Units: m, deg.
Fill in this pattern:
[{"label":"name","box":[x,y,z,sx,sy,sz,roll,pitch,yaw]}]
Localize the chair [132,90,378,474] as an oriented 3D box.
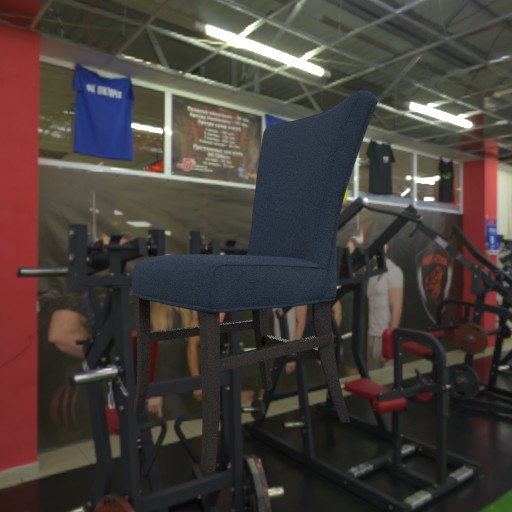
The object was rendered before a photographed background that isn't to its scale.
[{"label":"chair","box":[0.000,0.000,1.383,0.660,0.991,0.520,0,0,-35]}]
